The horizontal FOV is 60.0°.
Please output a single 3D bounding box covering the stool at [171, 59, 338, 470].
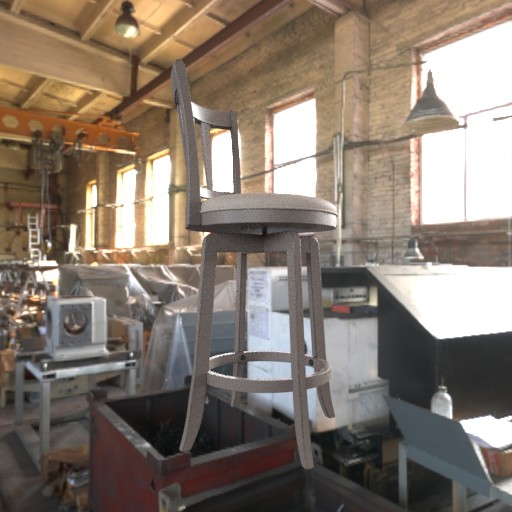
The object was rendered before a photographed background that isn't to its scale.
[{"bbox_3d":[0.000,0.000,1.304,0.475,1.023,0.436,0,-1,18],"label":"stool"}]
